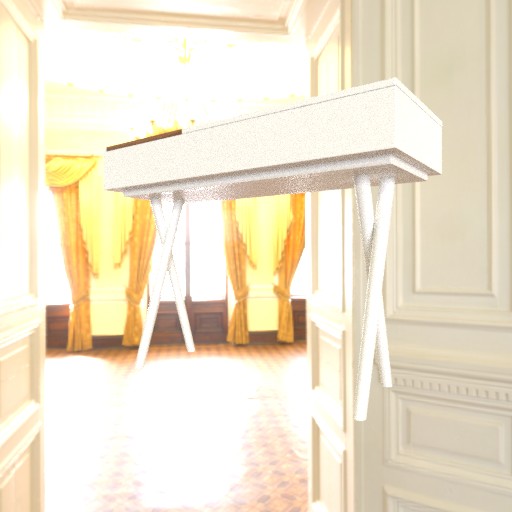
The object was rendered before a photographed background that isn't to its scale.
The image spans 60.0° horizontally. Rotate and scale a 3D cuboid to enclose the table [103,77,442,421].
[{"bbox_3d":[0.000,0.000,1.453,1.066,0.785,0.418,0,0,36],"label":"table"}]
